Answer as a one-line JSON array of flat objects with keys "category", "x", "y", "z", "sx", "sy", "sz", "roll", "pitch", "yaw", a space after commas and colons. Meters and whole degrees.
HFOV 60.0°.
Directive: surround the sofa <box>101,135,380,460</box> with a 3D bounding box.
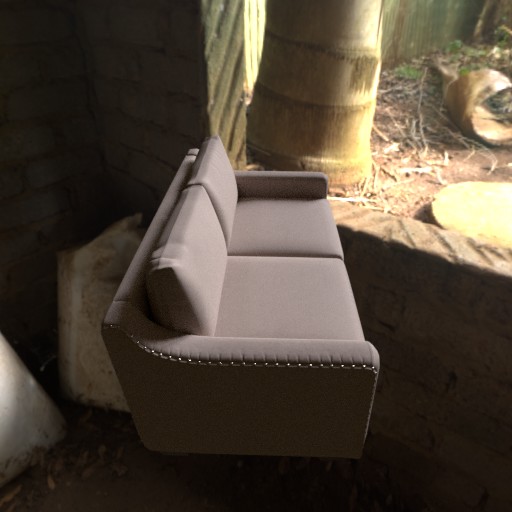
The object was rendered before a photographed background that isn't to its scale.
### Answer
[{"category": "sofa", "x": 0.000, "y": 0.000, "z": 2.510, "sx": 1.030, "sy": 0.901, "sz": 1.967, "roll": 1, "pitch": 31, "yaw": 2}]
